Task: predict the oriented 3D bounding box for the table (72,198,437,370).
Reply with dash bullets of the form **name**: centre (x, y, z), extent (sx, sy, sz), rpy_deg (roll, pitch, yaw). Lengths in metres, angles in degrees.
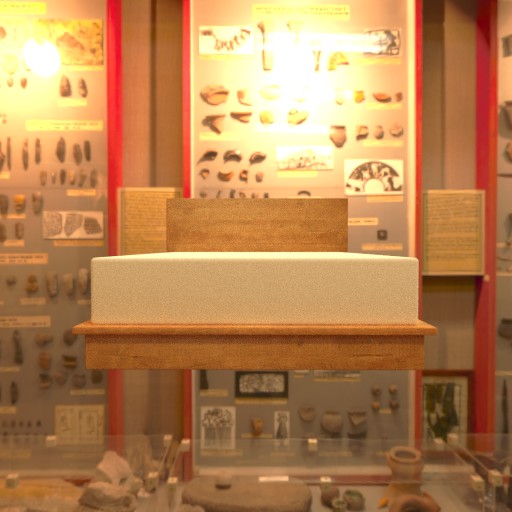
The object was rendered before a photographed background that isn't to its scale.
- **table**: centre (0.000, 0.000, 3.135), extent (1.707, 1.041, 2.149), rpy_deg (0, 1, 1)
